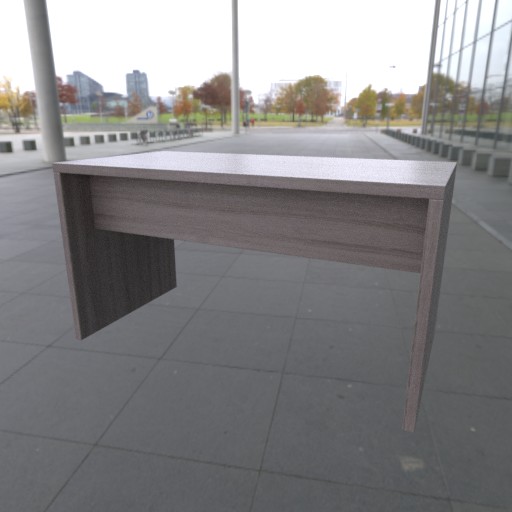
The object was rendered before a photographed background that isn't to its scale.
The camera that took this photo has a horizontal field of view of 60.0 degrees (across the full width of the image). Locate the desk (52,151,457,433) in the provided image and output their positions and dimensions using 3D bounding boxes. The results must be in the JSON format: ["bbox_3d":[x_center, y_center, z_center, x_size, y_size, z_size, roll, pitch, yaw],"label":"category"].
[{"bbox_3d":[0.000,0.000,1.798,1.380,0.745,0.690,8,19,24],"label":"desk"}]
